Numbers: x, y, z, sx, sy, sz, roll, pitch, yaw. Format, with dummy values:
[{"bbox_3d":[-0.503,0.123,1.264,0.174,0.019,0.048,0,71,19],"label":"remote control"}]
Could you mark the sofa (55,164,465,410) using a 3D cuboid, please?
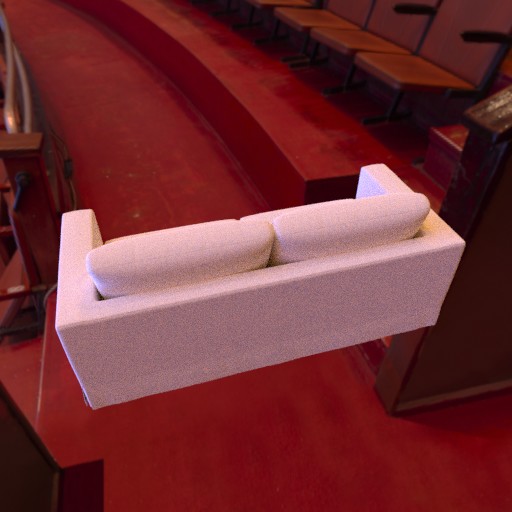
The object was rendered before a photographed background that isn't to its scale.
[{"bbox_3d":[0.000,0.000,2.664,2.163,0.881,0.954,-11,42,-12],"label":"sofa"}]
